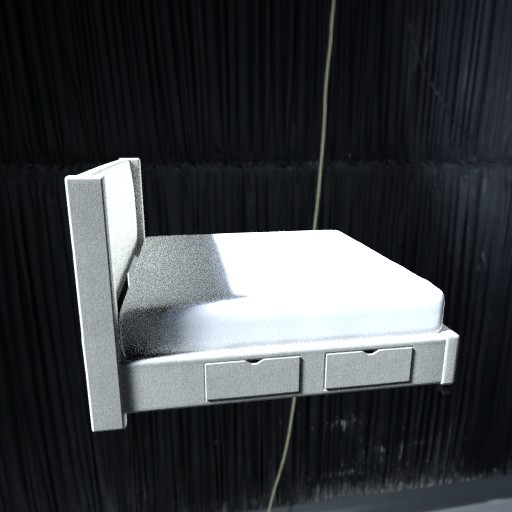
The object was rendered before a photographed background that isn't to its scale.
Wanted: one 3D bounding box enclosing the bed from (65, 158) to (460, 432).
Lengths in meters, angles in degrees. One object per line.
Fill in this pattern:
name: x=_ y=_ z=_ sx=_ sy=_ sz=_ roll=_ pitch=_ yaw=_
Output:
bed: x=0.000 y=0.000 z=3.567 sx=2.280 sy=1.470 sz=2.140 roll=-2 pitch=15 yaw=-9
